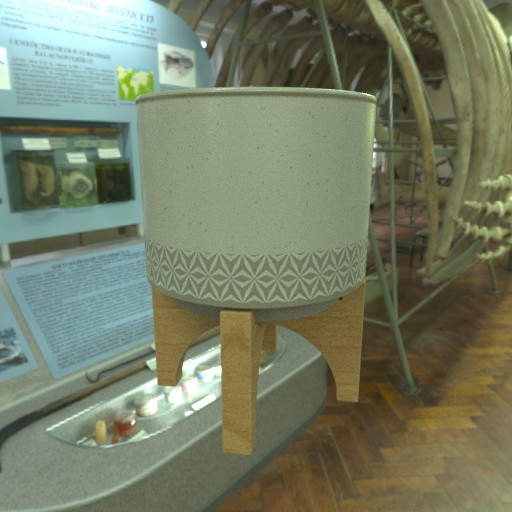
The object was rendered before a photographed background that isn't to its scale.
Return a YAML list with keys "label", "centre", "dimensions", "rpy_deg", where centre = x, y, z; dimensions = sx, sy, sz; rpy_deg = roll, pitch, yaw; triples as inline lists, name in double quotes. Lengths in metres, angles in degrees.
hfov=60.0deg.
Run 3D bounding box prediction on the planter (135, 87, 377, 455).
- label: "planter"
  centre: [0.000, 0.000, 0.268]
  dimensions: [0.130, 0.178, 0.130]
  rpy_deg: [0, 14, 0]
